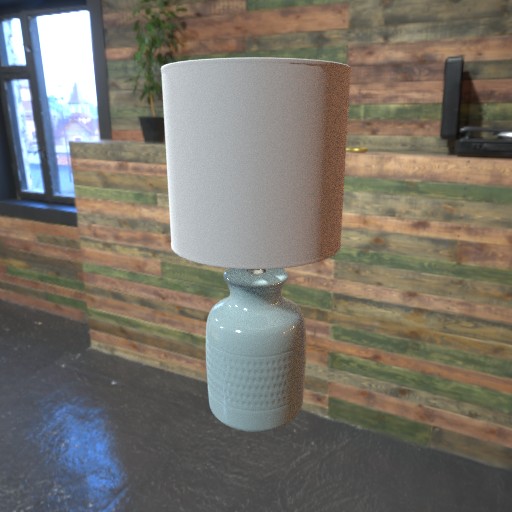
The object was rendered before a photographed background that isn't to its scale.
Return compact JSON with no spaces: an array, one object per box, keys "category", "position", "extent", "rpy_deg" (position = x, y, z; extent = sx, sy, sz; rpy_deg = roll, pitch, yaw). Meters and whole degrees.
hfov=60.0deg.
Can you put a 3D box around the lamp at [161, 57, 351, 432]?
[{"category":"lamp","position":[0.000,0.000,1.120],"extent":[0.418,0.871,0.418],"rpy_deg":[9,19,26]}]
